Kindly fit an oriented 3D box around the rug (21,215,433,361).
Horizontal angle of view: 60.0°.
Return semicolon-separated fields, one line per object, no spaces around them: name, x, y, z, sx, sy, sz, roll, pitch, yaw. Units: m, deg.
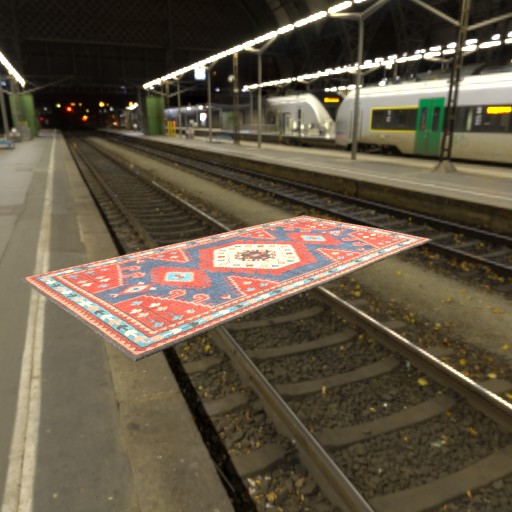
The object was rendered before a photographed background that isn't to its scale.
rug;0.000;0.000;3.537;3.032;0.034;1.522;-16;23;-42
